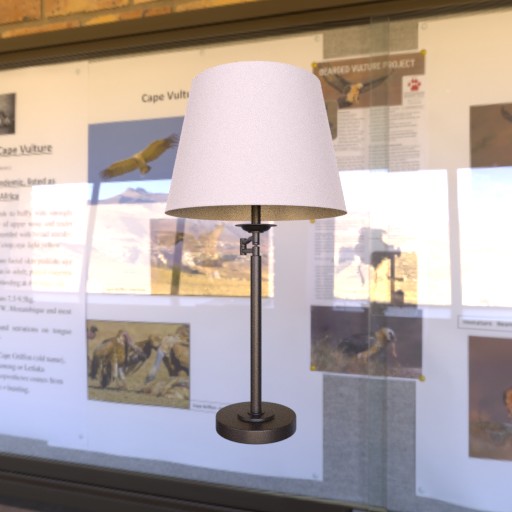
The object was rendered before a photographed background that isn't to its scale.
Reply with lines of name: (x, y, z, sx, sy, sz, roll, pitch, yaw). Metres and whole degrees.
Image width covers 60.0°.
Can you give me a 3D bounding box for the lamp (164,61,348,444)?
lamp: (0.000, 0.000, 0.898, 0.363, 0.696, 0.363, 0, 0, 0)
